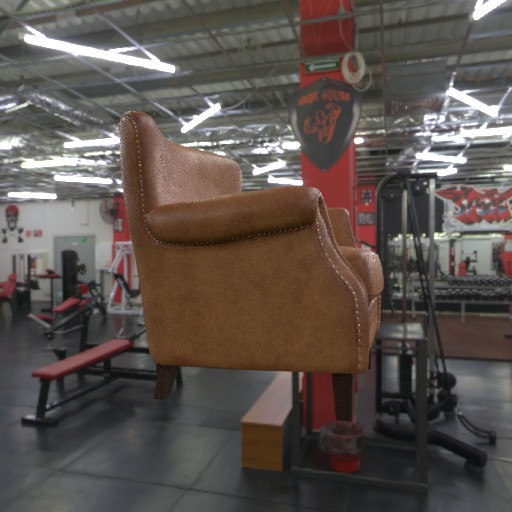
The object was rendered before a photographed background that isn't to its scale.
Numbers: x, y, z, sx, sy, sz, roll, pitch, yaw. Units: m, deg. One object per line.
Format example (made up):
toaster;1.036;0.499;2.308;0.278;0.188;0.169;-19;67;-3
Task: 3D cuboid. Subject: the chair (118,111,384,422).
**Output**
chair;0.000;0.000;1.668;0.921;0.936;0.861;0;1;19
